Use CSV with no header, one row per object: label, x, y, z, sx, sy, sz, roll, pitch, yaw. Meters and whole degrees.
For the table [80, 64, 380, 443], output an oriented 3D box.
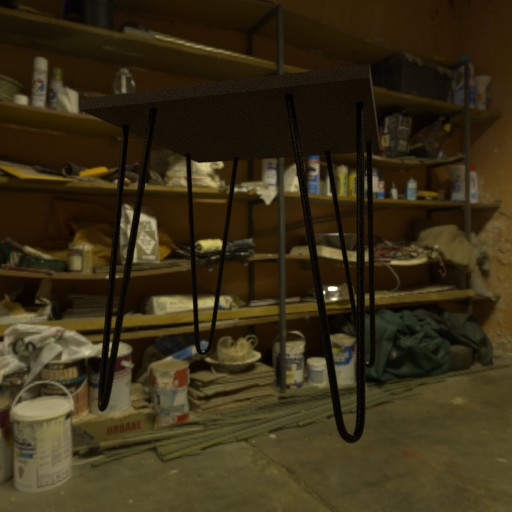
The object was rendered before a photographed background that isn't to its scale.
table,0.000,0.000,0.948,0.495,0.559,0.495,0,1,17
